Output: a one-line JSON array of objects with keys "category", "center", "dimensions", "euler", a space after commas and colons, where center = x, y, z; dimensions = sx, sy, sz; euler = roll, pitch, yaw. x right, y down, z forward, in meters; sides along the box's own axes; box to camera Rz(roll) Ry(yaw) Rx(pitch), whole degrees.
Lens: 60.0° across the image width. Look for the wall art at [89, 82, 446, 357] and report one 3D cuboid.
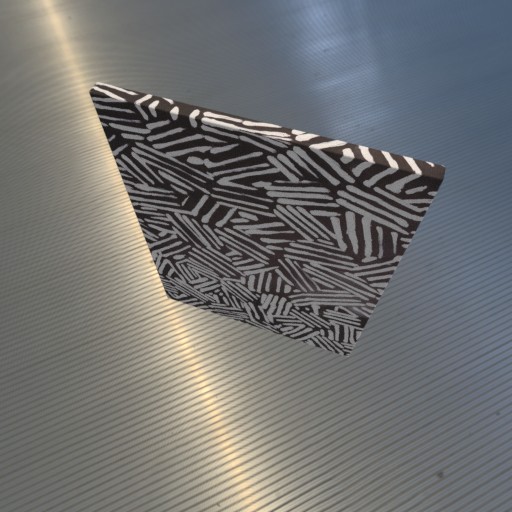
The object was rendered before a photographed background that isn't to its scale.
[{"category": "wall art", "center": [0.000, 0.000, 1.344], "dimensions": [0.765, 1.017, 0.038], "euler": [17, 60, 10]}]
